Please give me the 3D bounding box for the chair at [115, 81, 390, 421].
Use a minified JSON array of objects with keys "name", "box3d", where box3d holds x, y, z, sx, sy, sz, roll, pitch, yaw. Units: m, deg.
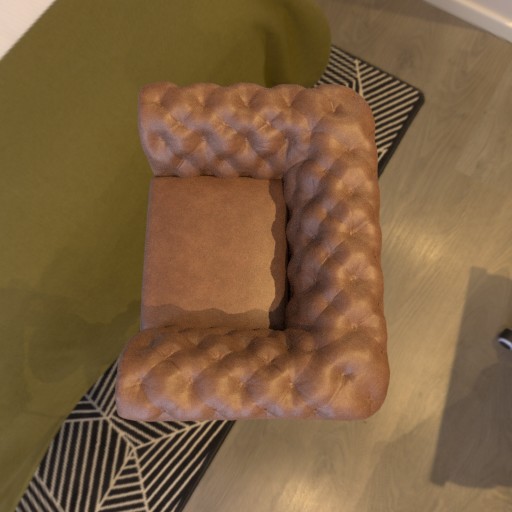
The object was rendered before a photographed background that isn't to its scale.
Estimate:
[{"name":"chair","box3d":[0.000,0.000,1.921,0.954,0.784,1.298,1,77,0]}]
